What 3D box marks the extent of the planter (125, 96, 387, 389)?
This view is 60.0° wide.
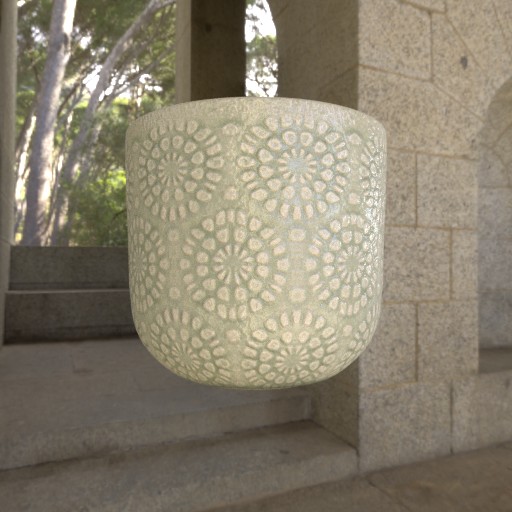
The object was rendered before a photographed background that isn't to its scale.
[{"bbox_3d":[0.000,0.000,0.298,0.169,0.153,0.169,0,-1,0],"label":"planter"}]
